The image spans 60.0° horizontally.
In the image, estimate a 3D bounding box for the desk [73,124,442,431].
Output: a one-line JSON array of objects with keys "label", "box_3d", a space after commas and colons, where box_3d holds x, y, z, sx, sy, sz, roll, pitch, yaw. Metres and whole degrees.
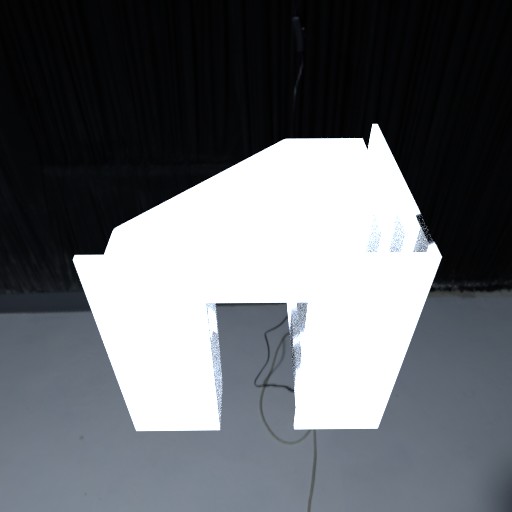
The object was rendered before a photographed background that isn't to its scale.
[{"label": "desk", "box_3d": [0.000, 0.000, 1.753, 0.940, 0.986, 0.940, 0, 42, 0]}]
